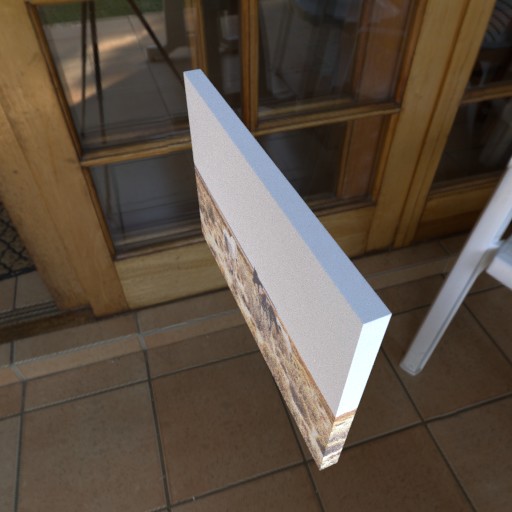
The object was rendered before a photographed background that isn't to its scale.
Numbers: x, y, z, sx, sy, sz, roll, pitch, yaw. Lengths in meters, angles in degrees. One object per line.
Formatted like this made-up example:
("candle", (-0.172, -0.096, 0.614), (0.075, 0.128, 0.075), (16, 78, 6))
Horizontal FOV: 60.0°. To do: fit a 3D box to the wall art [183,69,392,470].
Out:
("wall art", (0.000, 0.000, 1.157), (0.050, 0.610, 0.914), (-17, 48, -16))
